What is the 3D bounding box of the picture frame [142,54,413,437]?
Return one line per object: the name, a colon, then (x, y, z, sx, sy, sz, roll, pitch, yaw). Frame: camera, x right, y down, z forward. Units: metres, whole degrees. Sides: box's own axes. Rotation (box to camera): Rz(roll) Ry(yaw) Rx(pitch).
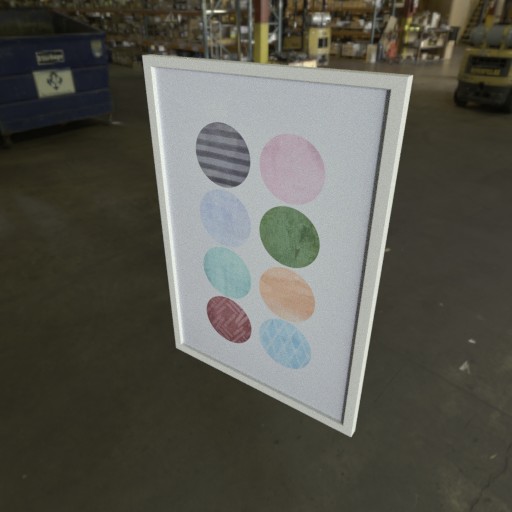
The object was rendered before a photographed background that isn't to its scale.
picture frame: (0.000, 0.000, 0.542, 0.305, 0.434, 0.013, 19, 35, 29)
